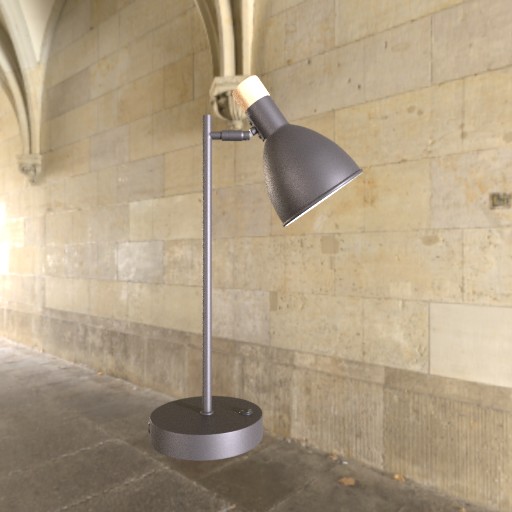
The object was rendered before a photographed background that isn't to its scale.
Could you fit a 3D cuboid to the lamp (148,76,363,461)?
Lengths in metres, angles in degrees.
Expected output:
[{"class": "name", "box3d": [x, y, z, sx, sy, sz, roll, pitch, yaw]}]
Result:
[{"class": "lamp", "box3d": [0.000, 0.000, 0.600, 0.287, 0.483, 0.152, 0, 0, -1]}]
